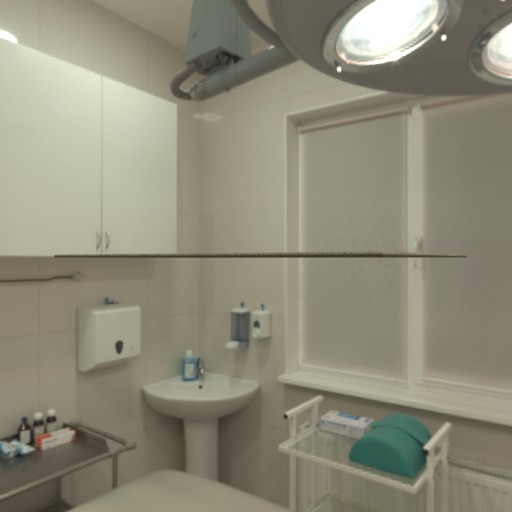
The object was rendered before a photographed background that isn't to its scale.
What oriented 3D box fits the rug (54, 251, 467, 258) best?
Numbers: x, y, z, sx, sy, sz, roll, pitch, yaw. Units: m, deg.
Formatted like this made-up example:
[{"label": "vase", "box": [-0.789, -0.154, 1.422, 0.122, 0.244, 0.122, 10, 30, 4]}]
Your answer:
[{"label": "rug", "box": [0.000, 0.000, 2.353, 1.829, 0.016, 1.219, 0, 0, 36]}]
